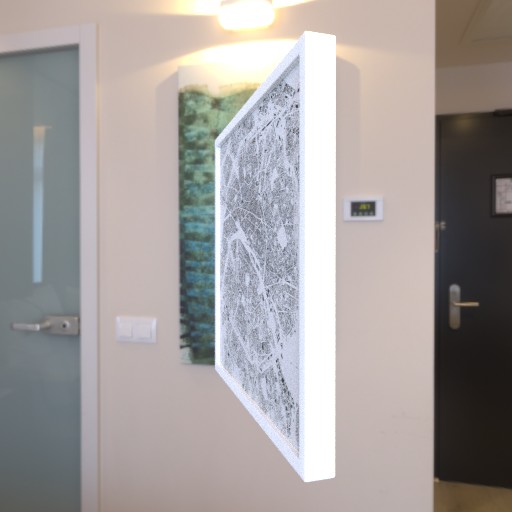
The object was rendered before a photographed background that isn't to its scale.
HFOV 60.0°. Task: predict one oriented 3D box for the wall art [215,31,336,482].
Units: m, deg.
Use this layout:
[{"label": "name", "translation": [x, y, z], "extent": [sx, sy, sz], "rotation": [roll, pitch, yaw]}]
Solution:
[{"label": "wall art", "translation": [0.000, 0.000, 0.745], "extent": [0.038, 0.508, 0.508], "rotation": [0, 0, -17]}]
